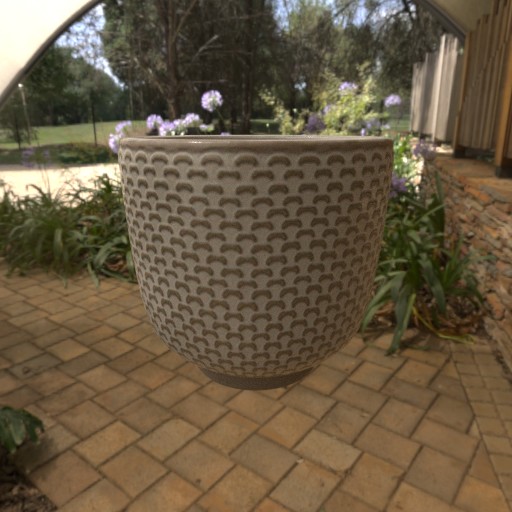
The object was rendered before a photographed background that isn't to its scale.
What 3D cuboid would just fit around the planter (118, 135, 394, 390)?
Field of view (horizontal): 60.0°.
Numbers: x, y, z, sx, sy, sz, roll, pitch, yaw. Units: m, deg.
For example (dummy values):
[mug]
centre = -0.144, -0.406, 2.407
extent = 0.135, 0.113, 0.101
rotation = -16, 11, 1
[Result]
[planter]
centre = 0.000, 0.000, 0.308
extent = 0.173, 0.160, 0.173
rotation = 0, 16, 0
